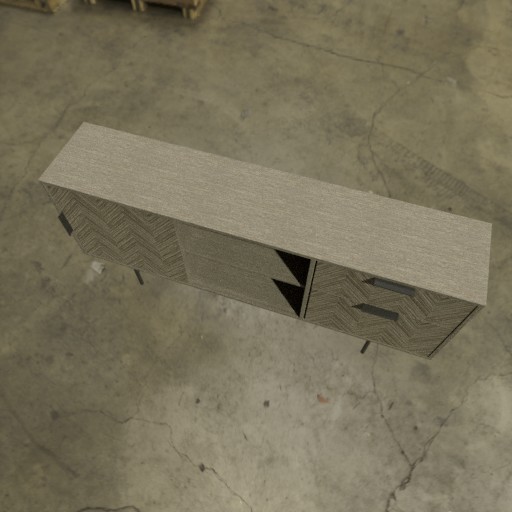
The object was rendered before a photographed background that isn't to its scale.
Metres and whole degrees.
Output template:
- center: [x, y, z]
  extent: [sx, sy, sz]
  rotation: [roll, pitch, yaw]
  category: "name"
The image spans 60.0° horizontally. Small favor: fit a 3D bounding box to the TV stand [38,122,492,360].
- center: [0.000, 0.000, 2.112]
  extent: [1.804, 0.787, 0.405]
  rotation: [16, 59, 10]
  category: "TV stand"
